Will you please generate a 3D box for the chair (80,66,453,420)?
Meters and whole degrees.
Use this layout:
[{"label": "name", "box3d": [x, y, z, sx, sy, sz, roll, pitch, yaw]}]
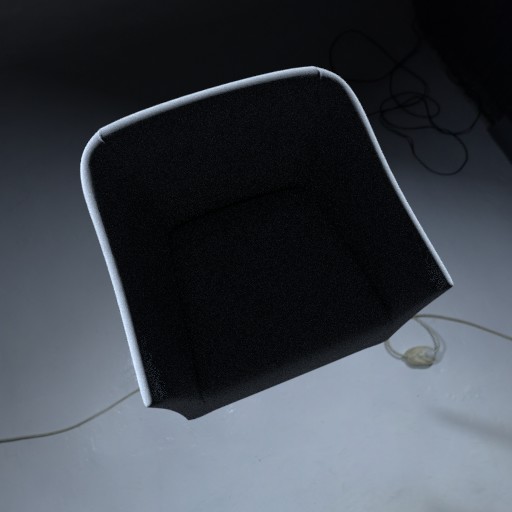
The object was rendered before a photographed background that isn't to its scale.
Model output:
[{"label": "chair", "box3d": [0.000, 0.000, 1.349, 0.790, 0.720, 0.700, -20, 67, -9]}]
